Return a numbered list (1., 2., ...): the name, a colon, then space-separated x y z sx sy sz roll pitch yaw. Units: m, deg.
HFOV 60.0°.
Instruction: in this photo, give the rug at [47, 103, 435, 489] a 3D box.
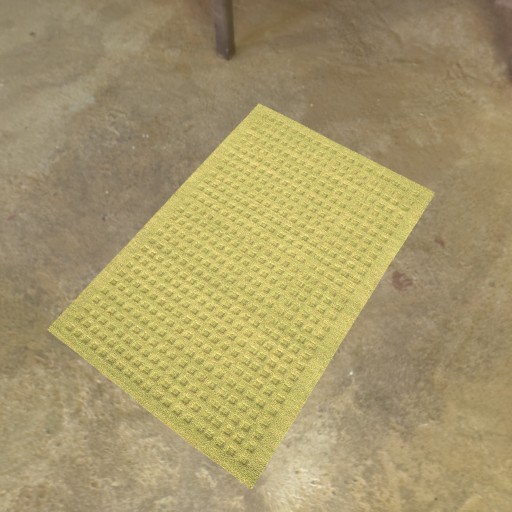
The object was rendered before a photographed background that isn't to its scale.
1. rug: 0.000 0.000 2.939 1.529 0.007 2.297 32 67 15
